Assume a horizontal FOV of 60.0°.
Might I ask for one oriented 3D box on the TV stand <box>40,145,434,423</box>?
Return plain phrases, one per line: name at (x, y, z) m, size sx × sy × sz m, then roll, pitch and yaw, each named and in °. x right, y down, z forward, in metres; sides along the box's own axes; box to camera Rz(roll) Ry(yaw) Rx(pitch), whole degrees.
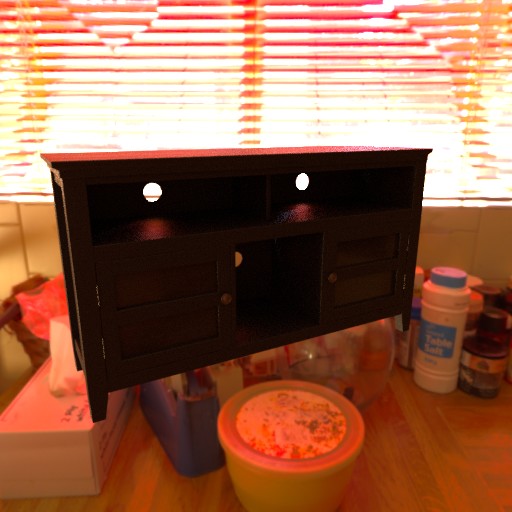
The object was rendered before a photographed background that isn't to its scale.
TV stand at (0.000, 0.000, 1.471) m, size 1.198 × 0.681 × 0.347 m, roll -9°, pitch 19°, yaw -27°
